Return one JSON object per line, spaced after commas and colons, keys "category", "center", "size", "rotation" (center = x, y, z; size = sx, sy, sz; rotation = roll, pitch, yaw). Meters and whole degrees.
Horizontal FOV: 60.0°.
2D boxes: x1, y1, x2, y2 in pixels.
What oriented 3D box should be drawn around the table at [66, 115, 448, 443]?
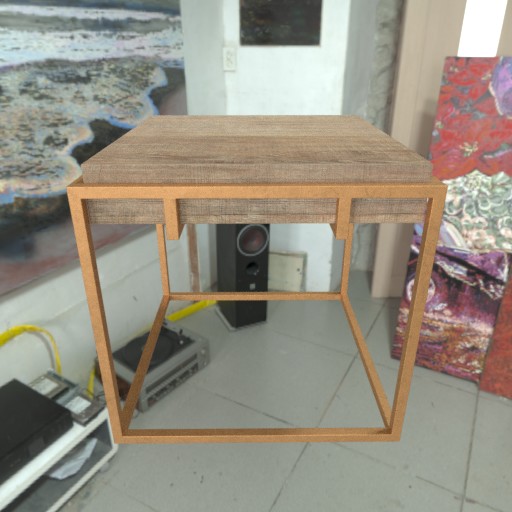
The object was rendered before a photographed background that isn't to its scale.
{"category": "table", "center": [0.000, 0.000, 1.077], "size": [0.599, 0.584, 0.599], "rotation": [0, 25, 0]}
